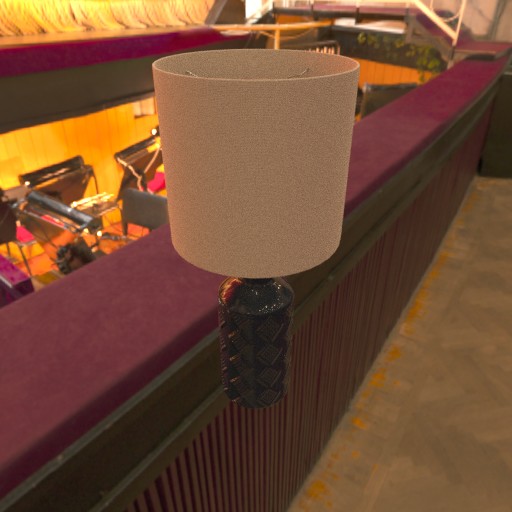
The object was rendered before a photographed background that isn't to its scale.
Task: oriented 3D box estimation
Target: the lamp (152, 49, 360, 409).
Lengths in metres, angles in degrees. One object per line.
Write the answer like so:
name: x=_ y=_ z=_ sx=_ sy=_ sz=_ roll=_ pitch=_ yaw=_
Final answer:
lamp: x=0.000 y=0.000 z=0.568 sx=0.207 sy=0.461 sz=0.207 roll=22 pitch=38 yaw=32
